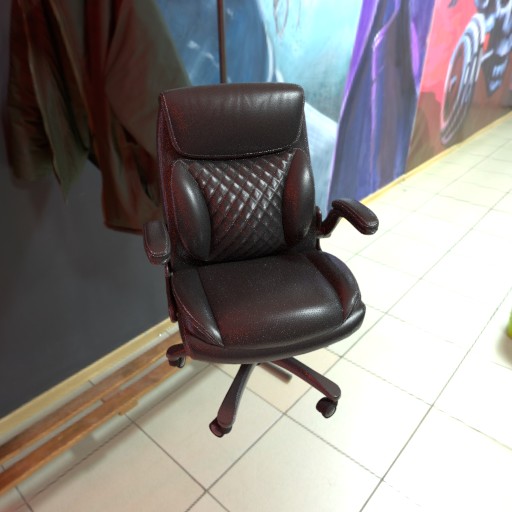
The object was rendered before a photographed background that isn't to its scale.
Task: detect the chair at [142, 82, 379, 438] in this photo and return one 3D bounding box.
[{"bbox_3d":[0.000,0.000,1.635,0.782,1.110,0.724,-8,32,-14],"label":"chair"}]
